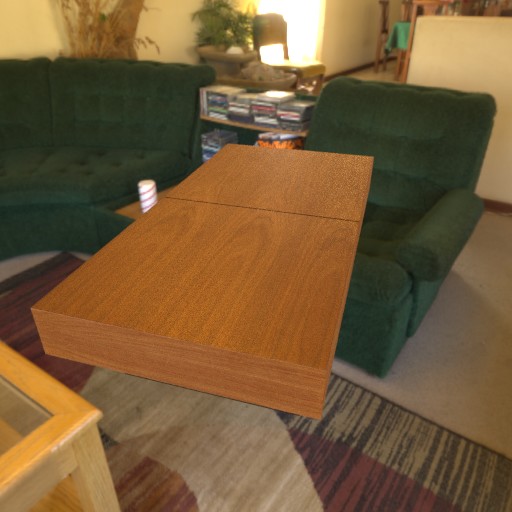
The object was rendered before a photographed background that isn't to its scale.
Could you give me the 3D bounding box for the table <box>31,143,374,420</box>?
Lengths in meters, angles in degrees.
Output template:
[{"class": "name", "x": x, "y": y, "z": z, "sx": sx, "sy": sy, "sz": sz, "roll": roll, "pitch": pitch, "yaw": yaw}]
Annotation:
[{"class": "table", "x": 0.000, "y": 0.000, "z": 1.411, "sx": 0.610, "sy": 0.330, "sz": 1.194, "roll": 9, "pitch": 32, "yaw": 14}]
